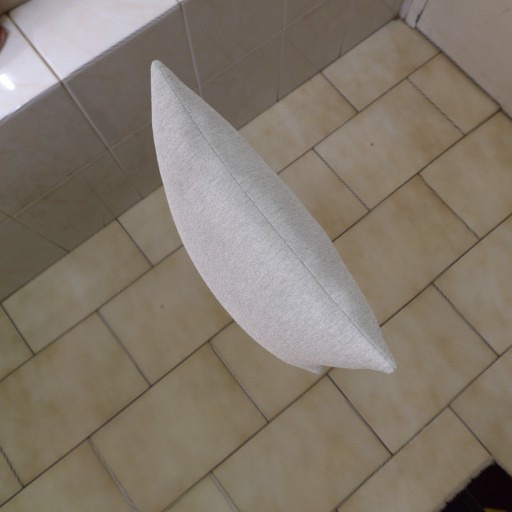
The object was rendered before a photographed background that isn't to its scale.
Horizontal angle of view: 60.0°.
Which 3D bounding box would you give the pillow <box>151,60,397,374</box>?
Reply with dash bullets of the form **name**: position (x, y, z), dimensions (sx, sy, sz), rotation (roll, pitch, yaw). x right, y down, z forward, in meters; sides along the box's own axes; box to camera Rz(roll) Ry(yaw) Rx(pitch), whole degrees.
- **pillow**: position (0.000, 0.000, 0.681), dimensions (0.173, 0.436, 0.433), rotation (-35, 79, -8)
